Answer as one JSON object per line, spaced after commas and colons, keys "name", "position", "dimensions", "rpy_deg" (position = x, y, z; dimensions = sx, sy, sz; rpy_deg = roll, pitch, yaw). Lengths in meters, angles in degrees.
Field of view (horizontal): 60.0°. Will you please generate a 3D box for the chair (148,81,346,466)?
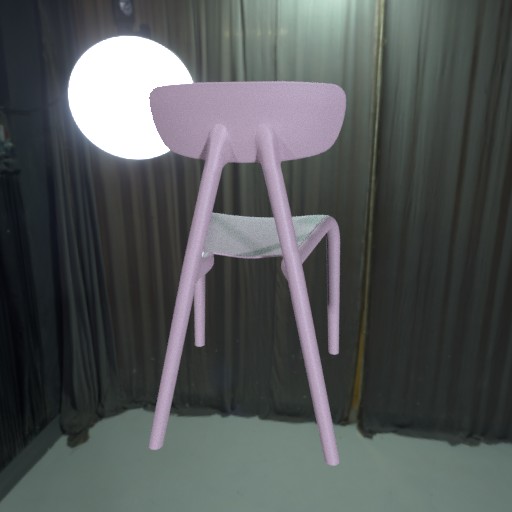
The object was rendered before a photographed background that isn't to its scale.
{"name": "chair", "position": [0.000, 0.000, 0.840], "dimensions": [0.356, 0.580, 0.401], "rpy_deg": [2, 15, 7]}
